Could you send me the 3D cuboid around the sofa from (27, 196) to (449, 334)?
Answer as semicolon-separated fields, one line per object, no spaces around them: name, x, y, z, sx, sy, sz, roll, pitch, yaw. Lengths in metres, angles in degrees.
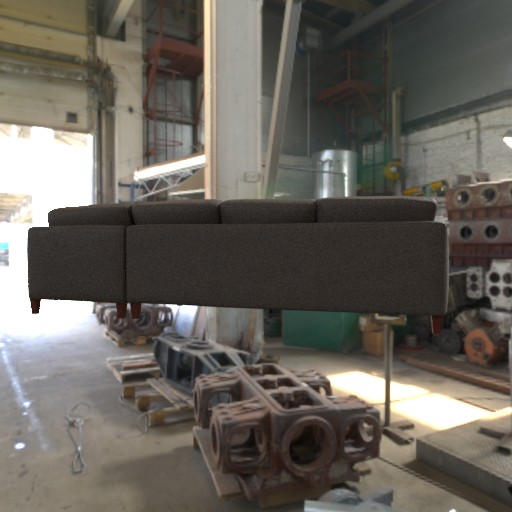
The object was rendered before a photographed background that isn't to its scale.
sofa;0.000;0.000;4.477;3.302;0.947;2.593;0;1;16
